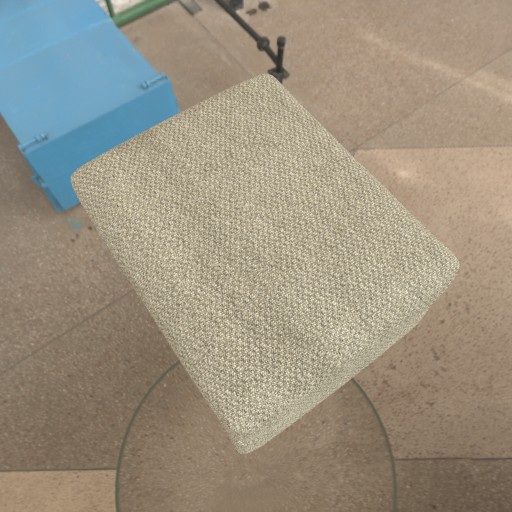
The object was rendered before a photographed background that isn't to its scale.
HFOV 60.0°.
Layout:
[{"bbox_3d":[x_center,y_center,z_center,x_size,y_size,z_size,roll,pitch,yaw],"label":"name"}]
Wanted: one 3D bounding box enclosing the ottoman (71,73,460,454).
[{"bbox_3d":[0.000,0.000,1.143,0.603,0.476,0.751,-33,68,-15],"label":"ottoman"}]
